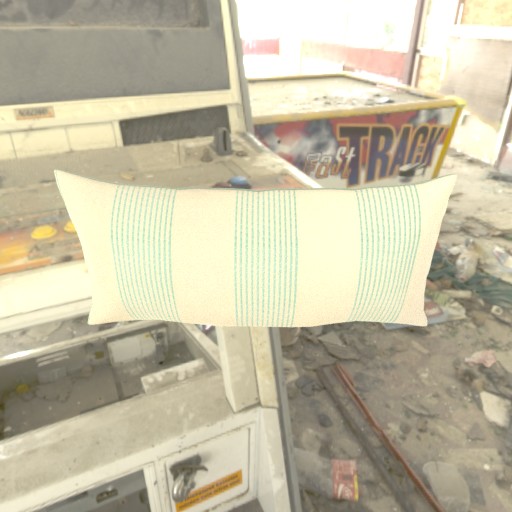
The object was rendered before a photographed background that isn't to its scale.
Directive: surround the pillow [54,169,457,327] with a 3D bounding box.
[{"bbox_3d":[0.000,0.000,0.729,0.610,0.287,0.151,0,29,1],"label":"pillow"}]
